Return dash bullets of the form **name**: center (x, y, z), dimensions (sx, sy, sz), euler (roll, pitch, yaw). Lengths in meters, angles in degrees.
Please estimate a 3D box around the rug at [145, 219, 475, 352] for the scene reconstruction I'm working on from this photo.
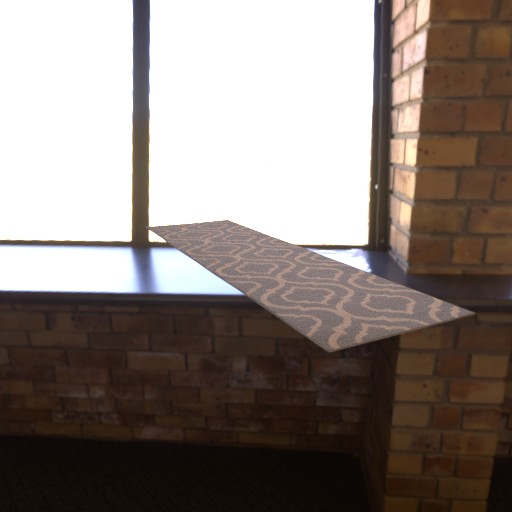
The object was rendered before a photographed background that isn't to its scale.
- **rug**: center (0.000, 0.000, 2.489), dimensions (0.684, 0.009, 2.275), euler (-8, 17, -27)
